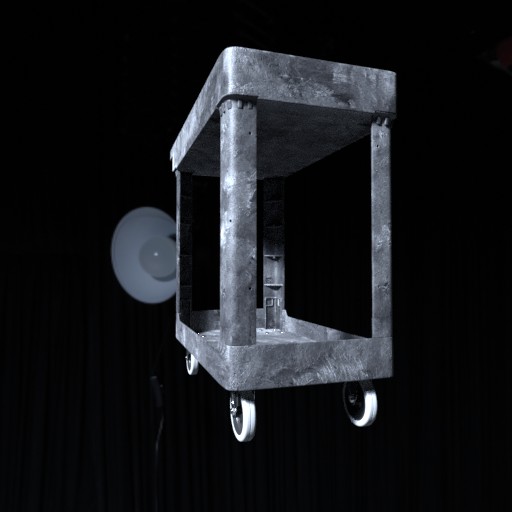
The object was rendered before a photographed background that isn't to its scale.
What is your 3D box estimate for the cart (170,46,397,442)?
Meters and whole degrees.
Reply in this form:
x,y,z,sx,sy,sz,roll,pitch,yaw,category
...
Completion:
x,y,z,sx,sy,sz,roll,pitch,yaw,category
0.000,0.000,1.357,0.420,0.824,0.877,0,-2,-18,cart
